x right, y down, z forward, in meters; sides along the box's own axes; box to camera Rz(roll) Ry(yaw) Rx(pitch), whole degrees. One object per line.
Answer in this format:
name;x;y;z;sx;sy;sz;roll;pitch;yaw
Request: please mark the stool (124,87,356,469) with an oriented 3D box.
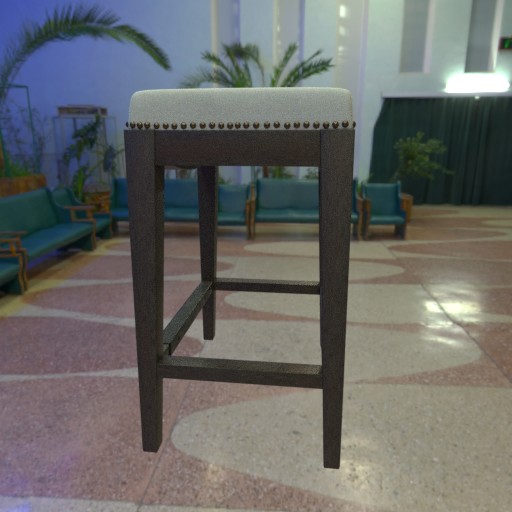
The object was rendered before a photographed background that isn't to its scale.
stool;0.000;0.000;0.957;0.361;0.642;0.500;2;15;7
